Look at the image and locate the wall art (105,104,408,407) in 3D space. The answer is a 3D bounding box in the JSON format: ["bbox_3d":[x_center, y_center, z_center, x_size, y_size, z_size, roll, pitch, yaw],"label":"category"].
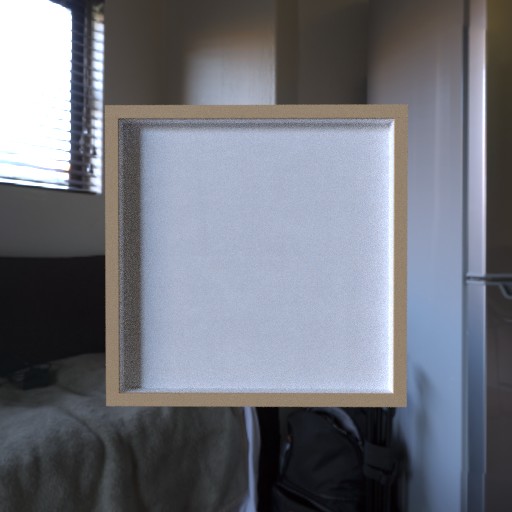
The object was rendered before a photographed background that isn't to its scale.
[{"bbox_3d":[0.000,0.000,0.915,0.612,0.612,0.038,0,1,0],"label":"wall art"}]
